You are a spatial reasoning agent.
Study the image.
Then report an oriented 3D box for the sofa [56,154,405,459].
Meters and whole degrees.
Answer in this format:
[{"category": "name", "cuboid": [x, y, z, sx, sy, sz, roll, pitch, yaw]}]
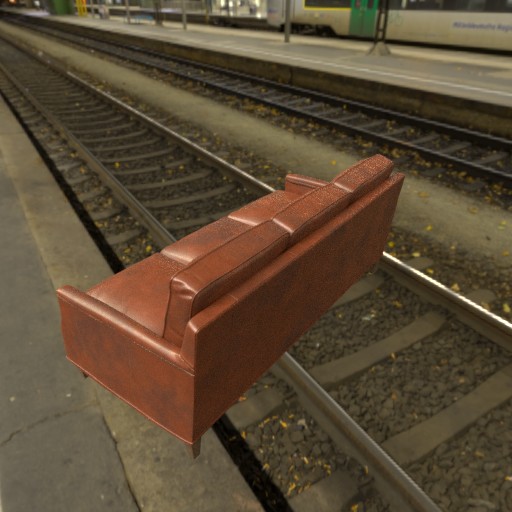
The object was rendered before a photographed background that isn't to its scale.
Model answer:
[{"category": "sofa", "cuboid": [0.000, 0.000, 2.867, 1.084, 1.003, 2.240, 21, 36, 31]}]
